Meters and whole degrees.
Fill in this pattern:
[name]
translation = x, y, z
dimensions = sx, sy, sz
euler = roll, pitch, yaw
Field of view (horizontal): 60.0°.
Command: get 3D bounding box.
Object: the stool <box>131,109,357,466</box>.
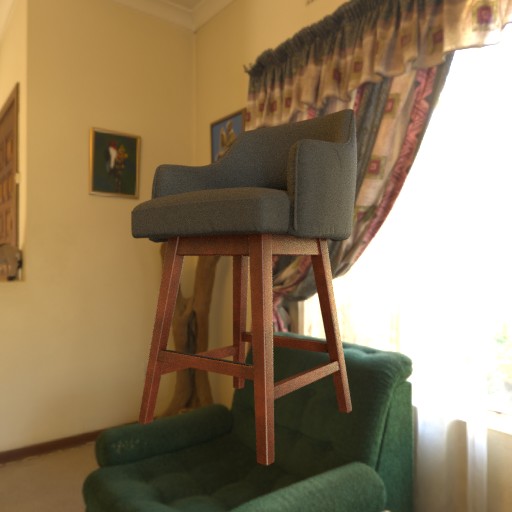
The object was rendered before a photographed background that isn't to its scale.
[stool]
translation = 0.000, 0.000, 1.288
dimensions = 0.548, 0.912, 0.558
euler = 0, 0, 36
